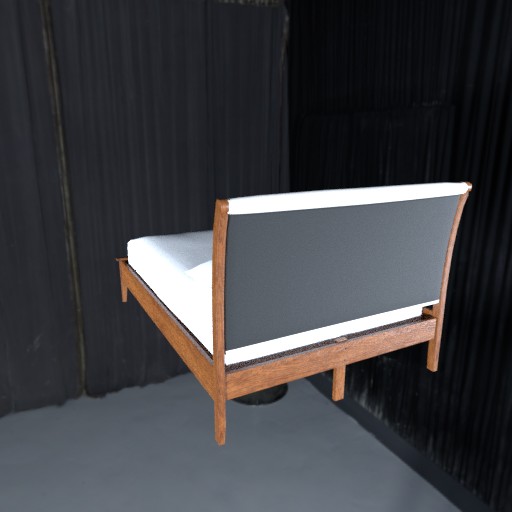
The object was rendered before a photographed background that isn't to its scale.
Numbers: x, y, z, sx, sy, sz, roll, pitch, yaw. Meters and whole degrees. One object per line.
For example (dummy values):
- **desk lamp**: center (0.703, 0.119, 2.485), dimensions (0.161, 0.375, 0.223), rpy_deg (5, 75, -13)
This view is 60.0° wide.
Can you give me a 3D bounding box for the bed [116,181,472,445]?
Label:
- **bed**: center (0.000, 0.000, 3.320), dimensions (1.612, 1.250, 2.380), rpy_deg (-8, 17, -27)
